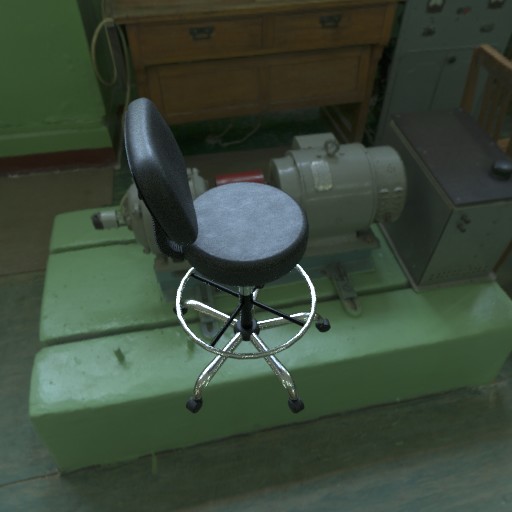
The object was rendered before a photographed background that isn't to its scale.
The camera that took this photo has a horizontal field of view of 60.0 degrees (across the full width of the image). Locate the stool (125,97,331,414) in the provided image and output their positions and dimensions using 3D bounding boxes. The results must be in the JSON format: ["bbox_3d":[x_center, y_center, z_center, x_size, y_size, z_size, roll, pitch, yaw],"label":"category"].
[{"bbox_3d":[0.000,0.000,1.498,0.658,1.069,0.694,-10,47,-9],"label":"stool"}]
